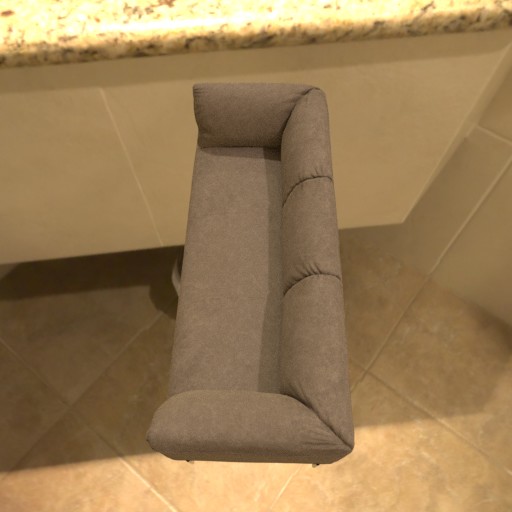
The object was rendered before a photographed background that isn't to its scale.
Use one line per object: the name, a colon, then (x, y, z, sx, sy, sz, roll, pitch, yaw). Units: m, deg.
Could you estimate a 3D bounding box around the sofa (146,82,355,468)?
sofa: (0.000, 0.000, 2.642, 0.899, 0.758, 2.238, 1, 60, 1)
